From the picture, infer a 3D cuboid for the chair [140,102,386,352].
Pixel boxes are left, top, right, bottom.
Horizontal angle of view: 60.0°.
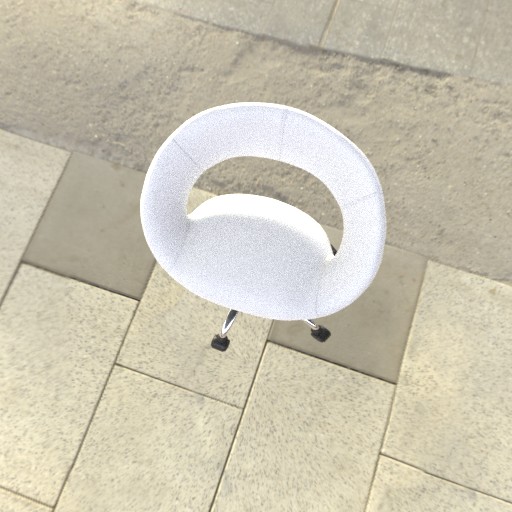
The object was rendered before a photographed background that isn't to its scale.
[{"bbox_3d":[0.000,0.000,1.242,0.612,0.791,0.538,16,76,4],"label":"chair"}]
